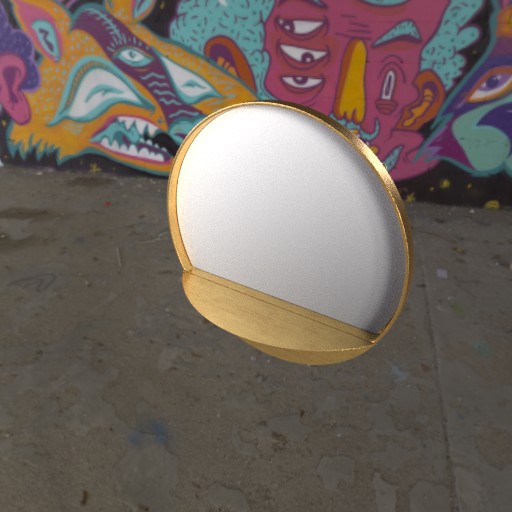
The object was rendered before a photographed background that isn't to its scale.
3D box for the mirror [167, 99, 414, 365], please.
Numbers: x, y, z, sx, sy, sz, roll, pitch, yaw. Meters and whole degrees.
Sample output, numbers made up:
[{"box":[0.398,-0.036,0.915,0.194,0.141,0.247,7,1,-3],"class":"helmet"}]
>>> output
[{"box":[0.000,0.000,0.705,0.457,0.457,0.133,18,34,29],"class":"mirror"}]
